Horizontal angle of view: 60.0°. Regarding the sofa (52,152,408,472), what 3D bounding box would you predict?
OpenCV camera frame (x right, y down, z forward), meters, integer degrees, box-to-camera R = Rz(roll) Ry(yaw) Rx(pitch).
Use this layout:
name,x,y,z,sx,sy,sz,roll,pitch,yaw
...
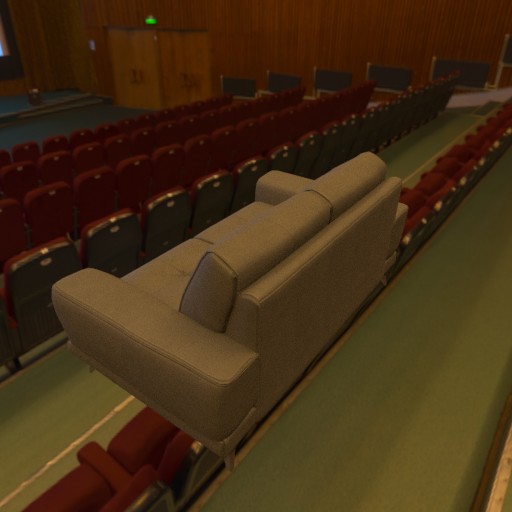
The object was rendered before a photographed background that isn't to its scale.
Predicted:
name,x,y,z,sx,sy,sz,roll,pitch,yaw
sofa,0.000,0.000,2.355,1.018,0.907,1.806,21,37,30
